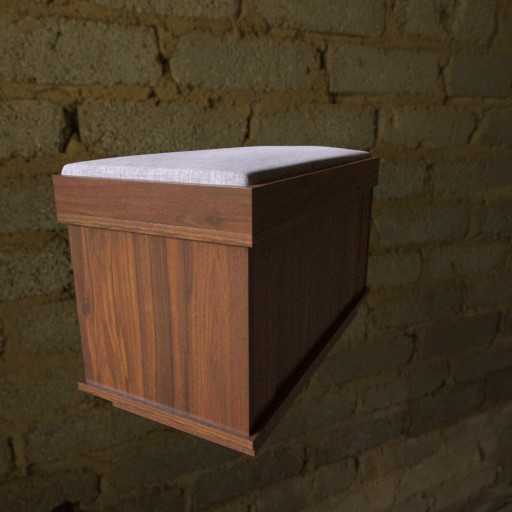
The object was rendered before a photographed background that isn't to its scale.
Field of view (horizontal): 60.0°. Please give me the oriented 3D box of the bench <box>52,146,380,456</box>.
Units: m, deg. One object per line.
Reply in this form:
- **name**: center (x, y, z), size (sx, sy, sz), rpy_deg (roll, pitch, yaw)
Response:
- **bench**: center (0.000, 0.000, 0.986), size (0.362, 0.461, 0.734), rpy_deg (8, 18, 26)
